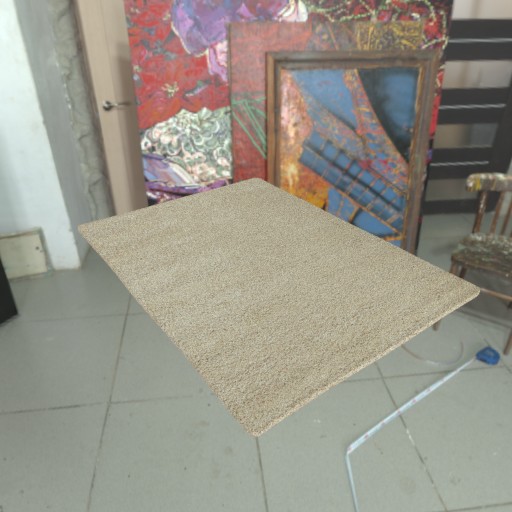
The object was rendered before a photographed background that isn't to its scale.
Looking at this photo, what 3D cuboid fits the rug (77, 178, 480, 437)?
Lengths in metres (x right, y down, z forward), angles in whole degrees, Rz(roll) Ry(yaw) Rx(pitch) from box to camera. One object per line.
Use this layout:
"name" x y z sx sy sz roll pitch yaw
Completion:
"rug" 0.000 0.000 2.115 1.199 0.025 1.600 -21 37 -30
